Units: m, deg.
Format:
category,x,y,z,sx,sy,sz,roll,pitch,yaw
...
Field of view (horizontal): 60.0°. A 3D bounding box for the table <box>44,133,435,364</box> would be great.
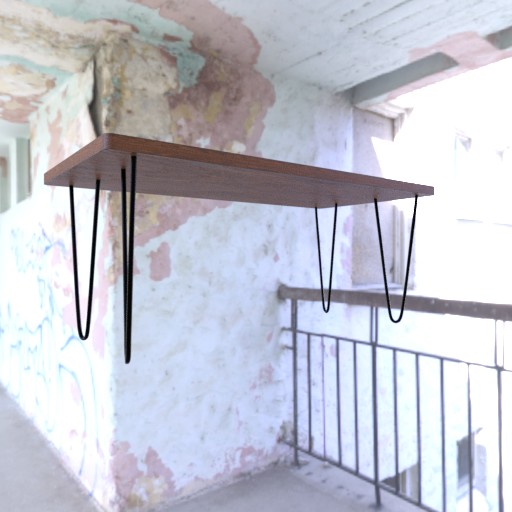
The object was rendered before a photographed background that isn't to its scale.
category,x,y,z,sx,sy,sz,roll,pitch,yaw
table,0.000,0.000,2.225,1.791,0.753,0.883,0,0,-37
